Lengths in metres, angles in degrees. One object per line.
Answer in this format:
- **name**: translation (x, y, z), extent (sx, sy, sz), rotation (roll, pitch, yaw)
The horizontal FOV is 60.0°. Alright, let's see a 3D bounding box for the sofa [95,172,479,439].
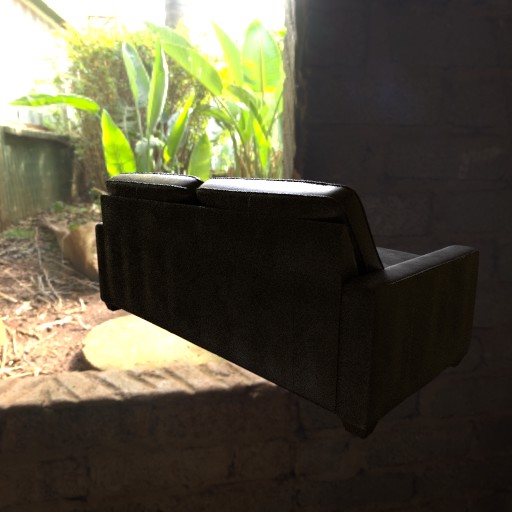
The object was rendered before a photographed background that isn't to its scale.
- **sofa**: translation (0.000, 0.000, 2.492), extent (0.939, 0.916, 2.081), rotation (-12, 17, -43)
